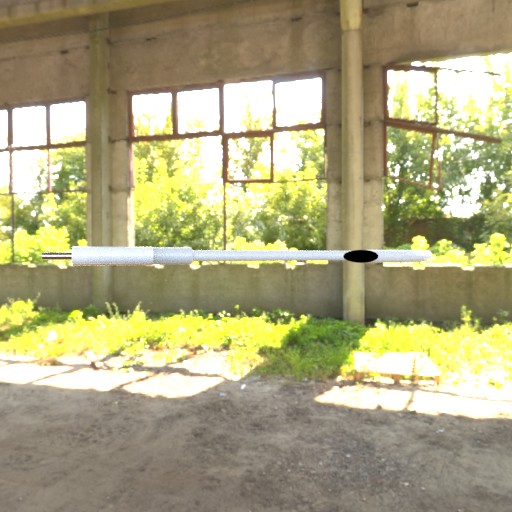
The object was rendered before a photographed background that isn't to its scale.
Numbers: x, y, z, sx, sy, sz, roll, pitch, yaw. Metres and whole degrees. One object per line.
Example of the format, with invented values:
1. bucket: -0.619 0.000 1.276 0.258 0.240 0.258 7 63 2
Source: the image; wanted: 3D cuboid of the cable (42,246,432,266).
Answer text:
1. cable: 0.000 0.000 0.109 0.098 0.006 0.040 0 0 -19
